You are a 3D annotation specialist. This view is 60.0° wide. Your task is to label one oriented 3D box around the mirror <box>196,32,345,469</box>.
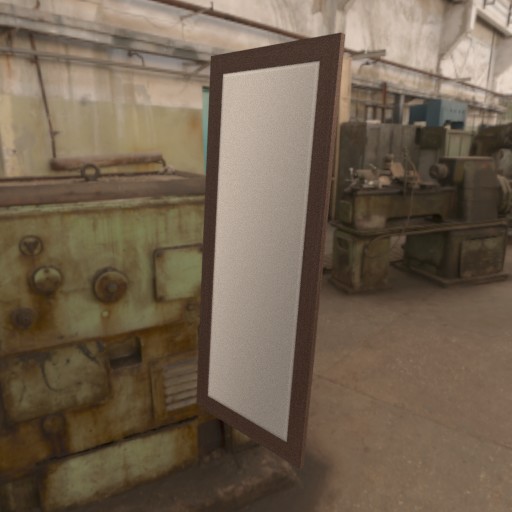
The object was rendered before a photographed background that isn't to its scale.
[{"bbox_3d":[0.000,0.000,2.296,0.812,2.020,0.221,14,20,42],"label":"mirror"}]
